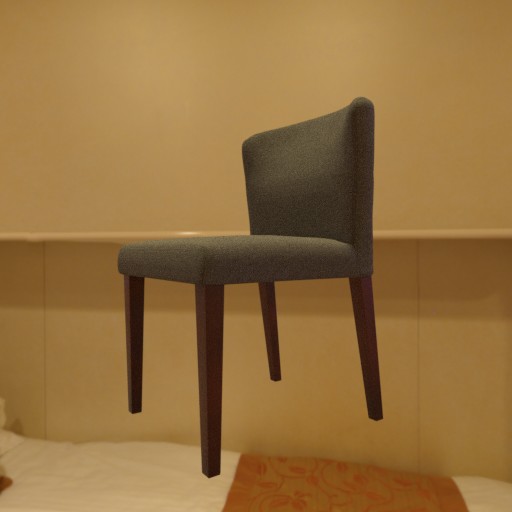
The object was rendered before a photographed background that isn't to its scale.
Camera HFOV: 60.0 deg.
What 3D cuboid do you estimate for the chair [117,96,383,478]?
[{"bbox_3d":[0.000,0.000,1.169,0.589,0.839,0.491,-1,1,-36],"label":"chair"}]
